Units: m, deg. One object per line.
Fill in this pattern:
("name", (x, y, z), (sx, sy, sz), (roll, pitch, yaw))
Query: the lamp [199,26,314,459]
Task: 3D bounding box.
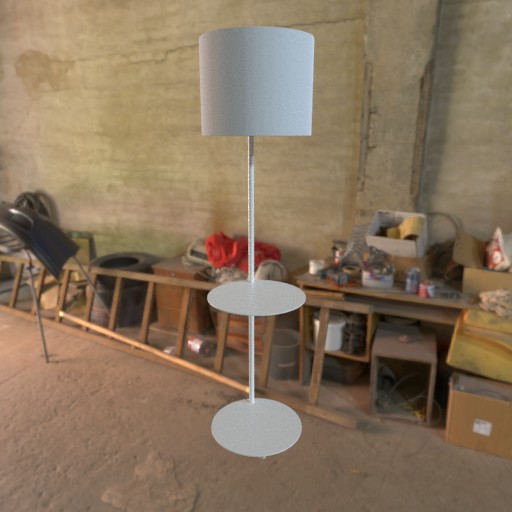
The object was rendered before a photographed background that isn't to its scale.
("lamp", (0.000, 0.000, 1.647), (0.372, 1.465, 0.405), (-2, 16, -7))
